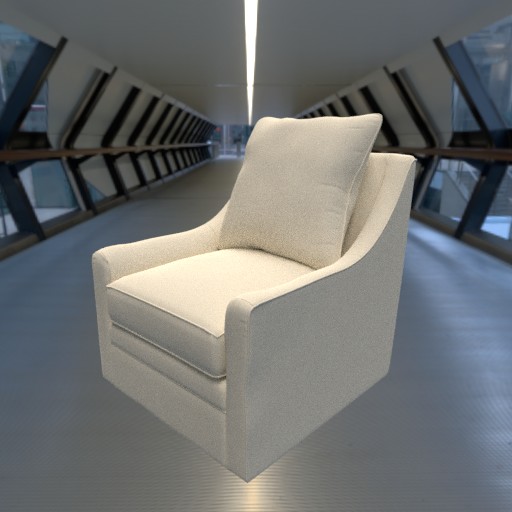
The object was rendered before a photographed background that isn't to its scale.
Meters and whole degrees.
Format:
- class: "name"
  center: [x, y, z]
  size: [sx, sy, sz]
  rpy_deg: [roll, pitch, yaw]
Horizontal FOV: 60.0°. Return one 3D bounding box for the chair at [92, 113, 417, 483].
- class: "chair"
  center: [0.000, 0.000, 1.561]
  size: [0.756, 0.965, 0.876]
  rpy_deg: [14, 21, 42]
